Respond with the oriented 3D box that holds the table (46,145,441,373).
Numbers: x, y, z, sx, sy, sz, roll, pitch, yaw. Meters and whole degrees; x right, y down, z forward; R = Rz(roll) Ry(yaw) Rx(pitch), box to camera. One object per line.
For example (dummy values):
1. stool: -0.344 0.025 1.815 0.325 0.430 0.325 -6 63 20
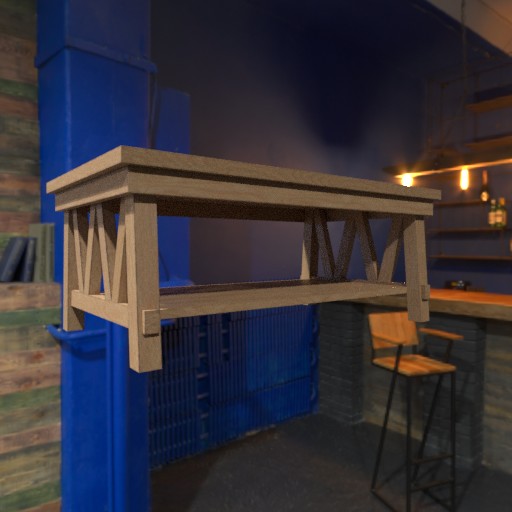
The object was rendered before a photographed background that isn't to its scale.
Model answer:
1. table: 0.000 0.000 1.630 1.270 0.507 0.711 -1 2 -37
